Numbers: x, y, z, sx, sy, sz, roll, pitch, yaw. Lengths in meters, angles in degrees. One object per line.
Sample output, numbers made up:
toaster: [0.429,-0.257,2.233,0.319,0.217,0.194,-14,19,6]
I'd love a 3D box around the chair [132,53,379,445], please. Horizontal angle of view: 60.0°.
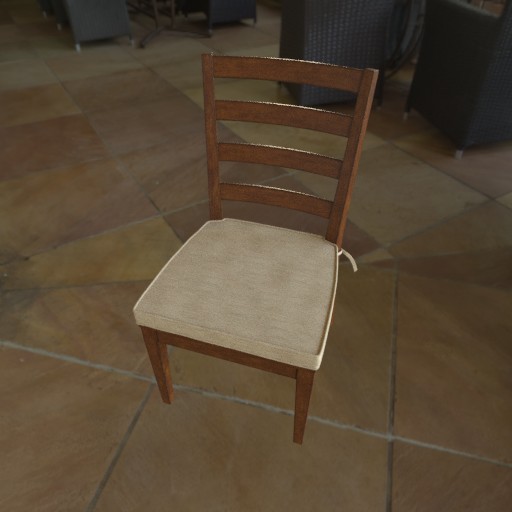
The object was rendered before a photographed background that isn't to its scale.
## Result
chair: [0.000,0.000,1.336,0.593,0.979,0.595,12,41,14]
